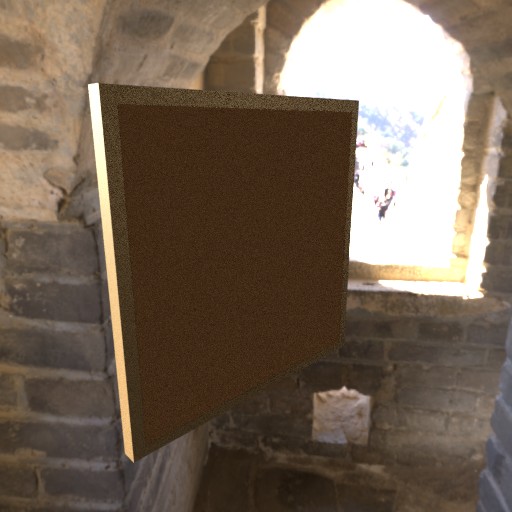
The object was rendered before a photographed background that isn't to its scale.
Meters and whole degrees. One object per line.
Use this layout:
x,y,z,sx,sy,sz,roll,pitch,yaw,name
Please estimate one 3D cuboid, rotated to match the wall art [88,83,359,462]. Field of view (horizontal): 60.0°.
0.000,0.000,2.806,1.926,1.926,0.099,-15,22,-41,wall art
